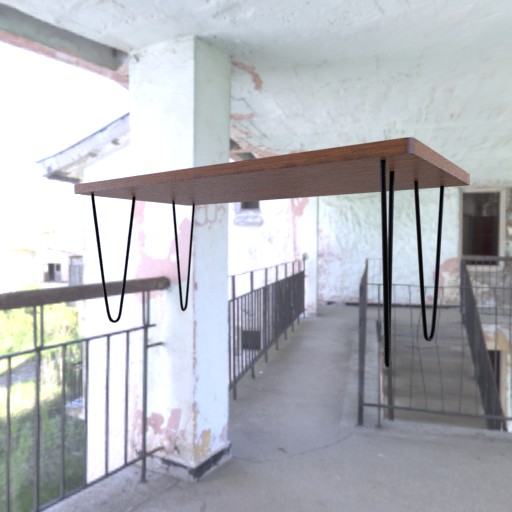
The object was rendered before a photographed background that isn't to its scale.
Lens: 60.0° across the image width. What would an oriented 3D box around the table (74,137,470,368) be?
[{"bbox_3d":[0.000,0.000,2.208,1.791,0.753,0.883,1,2,36],"label":"table"}]
